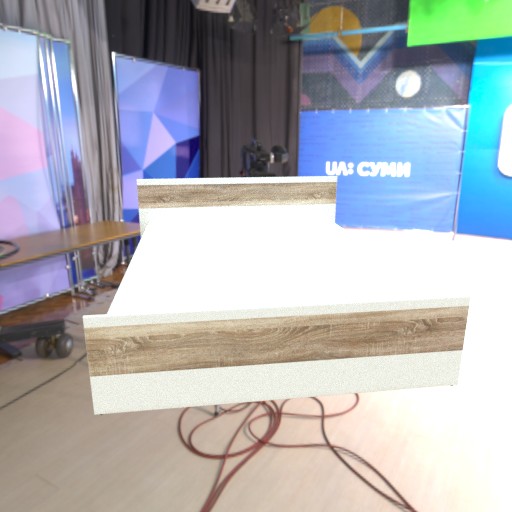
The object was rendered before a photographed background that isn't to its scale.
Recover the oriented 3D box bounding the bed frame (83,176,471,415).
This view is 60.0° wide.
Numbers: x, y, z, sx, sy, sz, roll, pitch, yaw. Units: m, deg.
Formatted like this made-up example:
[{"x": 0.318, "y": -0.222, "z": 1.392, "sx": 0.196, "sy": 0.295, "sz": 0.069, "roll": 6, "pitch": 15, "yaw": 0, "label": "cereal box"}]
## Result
[{"x": 0.000, "y": 0.000, "z": 2.932, "sx": 1.720, "sy": 0.800, "sz": 2.060, "roll": -2, "pitch": 17, "yaw": -7, "label": "bed frame"}]
